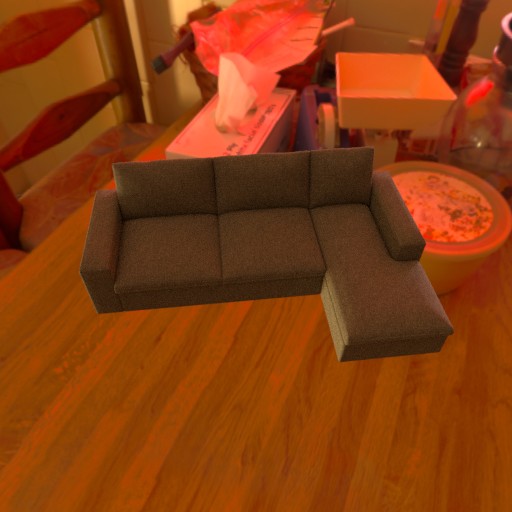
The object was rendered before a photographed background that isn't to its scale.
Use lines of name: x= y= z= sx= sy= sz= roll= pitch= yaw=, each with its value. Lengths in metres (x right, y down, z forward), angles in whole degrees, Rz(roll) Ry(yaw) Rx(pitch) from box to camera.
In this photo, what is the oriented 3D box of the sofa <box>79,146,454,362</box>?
sofa: x=0.000 y=0.000 z=3.614 sx=2.718 sy=0.940 sz=1.689 roll=-5 pitch=47 yaw=-4
